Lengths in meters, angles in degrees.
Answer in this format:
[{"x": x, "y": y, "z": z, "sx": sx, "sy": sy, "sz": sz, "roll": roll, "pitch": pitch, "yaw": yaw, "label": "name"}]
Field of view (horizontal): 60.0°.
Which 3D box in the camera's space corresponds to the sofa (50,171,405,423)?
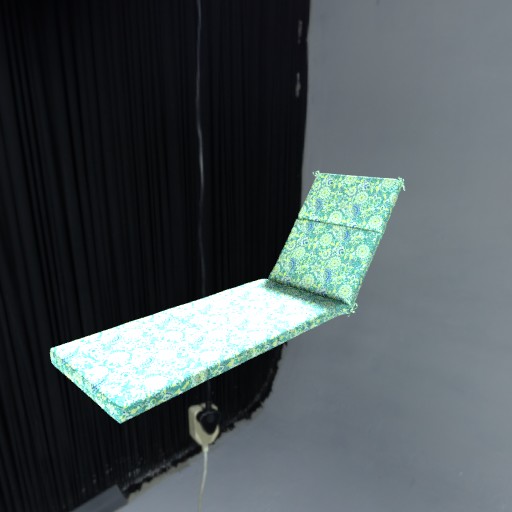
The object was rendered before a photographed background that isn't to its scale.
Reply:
[{"x": 0.000, "y": 0.000, "z": 1.959, "sx": 0.582, "sy": 0.622, "sz": 1.663, "roll": 15, "pitch": 22, "yaw": 43, "label": "sofa"}]
